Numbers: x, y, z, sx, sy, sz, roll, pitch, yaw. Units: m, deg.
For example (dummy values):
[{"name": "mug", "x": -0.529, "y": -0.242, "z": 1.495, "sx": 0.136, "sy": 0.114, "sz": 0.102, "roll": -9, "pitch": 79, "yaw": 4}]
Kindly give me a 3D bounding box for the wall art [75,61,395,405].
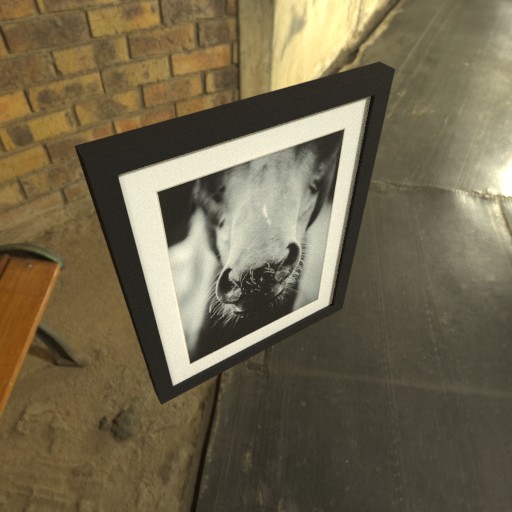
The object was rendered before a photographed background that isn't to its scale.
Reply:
[{"name": "wall art", "x": 0.000, "y": 0.000, "z": 0.768, "sx": 0.457, "sy": 0.559, "sz": 0.033, "roll": -23, "pitch": 49, "yaw": -22}]
